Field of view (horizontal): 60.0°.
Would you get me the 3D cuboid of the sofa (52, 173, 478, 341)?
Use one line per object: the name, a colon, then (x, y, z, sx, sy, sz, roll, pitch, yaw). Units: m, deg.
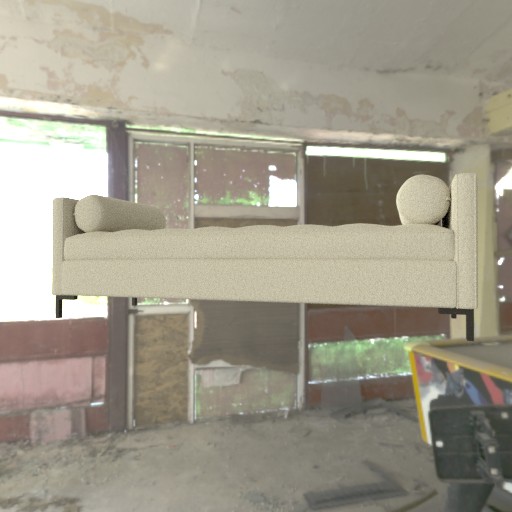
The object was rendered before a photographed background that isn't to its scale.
sofa: (0.000, 0.000, 2.286, 1.985, 0.641, 0.746, 0, 0, 19)
